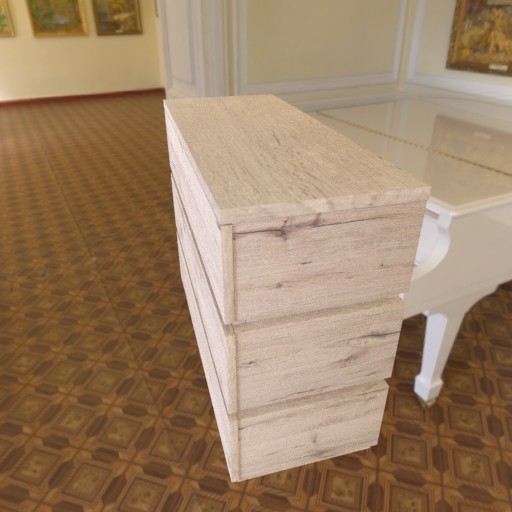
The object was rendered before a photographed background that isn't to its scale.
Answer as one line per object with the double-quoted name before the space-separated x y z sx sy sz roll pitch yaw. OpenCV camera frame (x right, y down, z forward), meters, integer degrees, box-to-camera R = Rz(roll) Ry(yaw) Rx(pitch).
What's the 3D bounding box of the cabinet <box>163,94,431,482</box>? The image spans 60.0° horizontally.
"cabinet" 0.000 0.000 1.451 0.420 0.820 1.040 -8 31 -13
